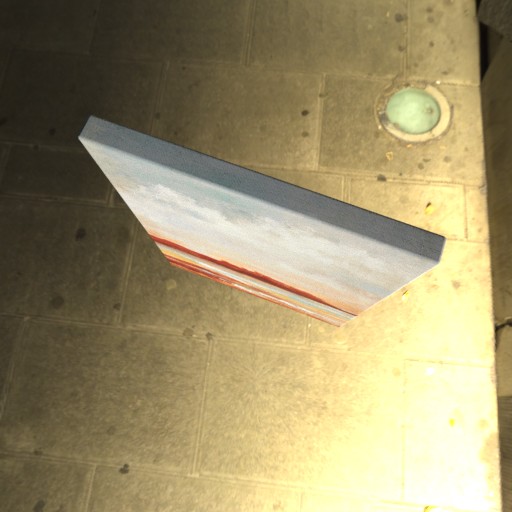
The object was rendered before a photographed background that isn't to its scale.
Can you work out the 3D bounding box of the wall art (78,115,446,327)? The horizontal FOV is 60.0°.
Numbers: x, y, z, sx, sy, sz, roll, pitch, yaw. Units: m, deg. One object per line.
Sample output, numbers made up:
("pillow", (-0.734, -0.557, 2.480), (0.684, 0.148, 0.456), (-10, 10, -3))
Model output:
("wall art", (0.000, 0.000, 0.800), (0.443, 0.605, 0.035), (20, 75, 5))
